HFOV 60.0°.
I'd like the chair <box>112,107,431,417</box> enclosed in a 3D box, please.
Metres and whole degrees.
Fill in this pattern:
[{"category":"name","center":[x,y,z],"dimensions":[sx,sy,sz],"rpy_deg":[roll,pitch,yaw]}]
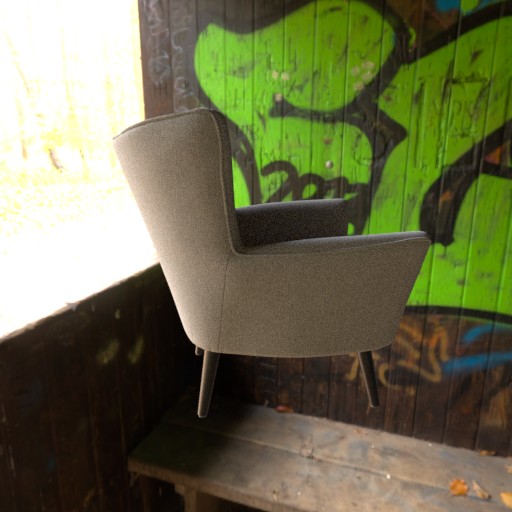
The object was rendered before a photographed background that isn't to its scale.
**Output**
[{"category":"chair","center":[0.000,0.000,1.533],"dimensions":[0.888,0.933,0.781],"rpy_deg":[-2,15,-8]}]
